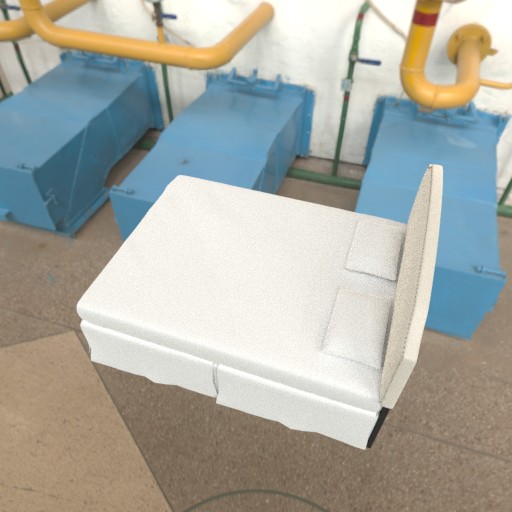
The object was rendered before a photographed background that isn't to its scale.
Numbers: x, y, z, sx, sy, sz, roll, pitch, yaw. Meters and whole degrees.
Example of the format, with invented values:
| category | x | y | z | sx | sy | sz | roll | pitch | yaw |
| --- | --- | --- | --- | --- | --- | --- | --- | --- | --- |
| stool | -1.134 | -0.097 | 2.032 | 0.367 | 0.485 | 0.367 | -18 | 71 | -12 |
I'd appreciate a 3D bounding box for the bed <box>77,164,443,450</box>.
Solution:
| category | x | y | z | sx | sy | sz | roll | pitch | yaw |
| --- | --- | --- | --- | --- | --- | --- | --- | --- | --- |
| bed | 0.000 | 0.000 | 2.939 | 1.999 | 1.270 | 1.558 | 14 | 48 | 13 |
